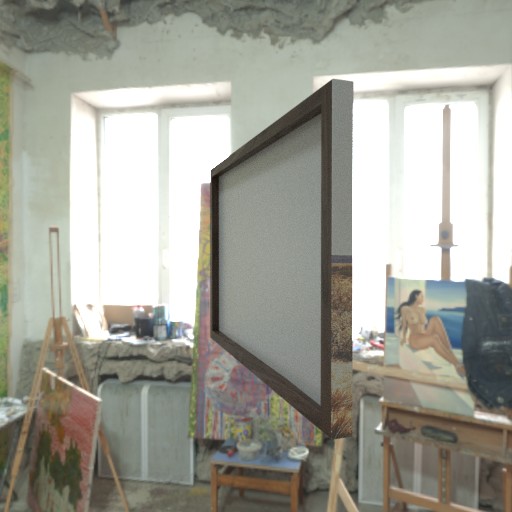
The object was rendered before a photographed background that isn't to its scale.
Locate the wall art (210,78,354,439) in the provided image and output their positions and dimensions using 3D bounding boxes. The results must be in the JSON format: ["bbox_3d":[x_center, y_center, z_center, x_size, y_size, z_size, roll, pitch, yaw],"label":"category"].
[{"bbox_3d":[0.000,0.000,1.479,0.051,0.761,1.138,0,1,-19],"label":"wall art"}]
